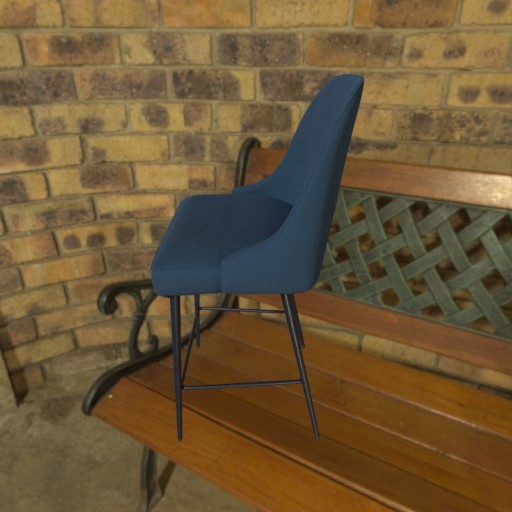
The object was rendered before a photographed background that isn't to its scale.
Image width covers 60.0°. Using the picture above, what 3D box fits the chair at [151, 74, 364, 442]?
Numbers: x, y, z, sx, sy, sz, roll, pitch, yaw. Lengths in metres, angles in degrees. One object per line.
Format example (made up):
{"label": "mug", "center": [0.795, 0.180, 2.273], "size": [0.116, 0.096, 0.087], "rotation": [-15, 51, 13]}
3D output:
{"label": "chair", "center": [0.000, 0.000, 1.229], "size": [0.489, 0.927, 0.526], "rotation": [0, 25, 0]}
